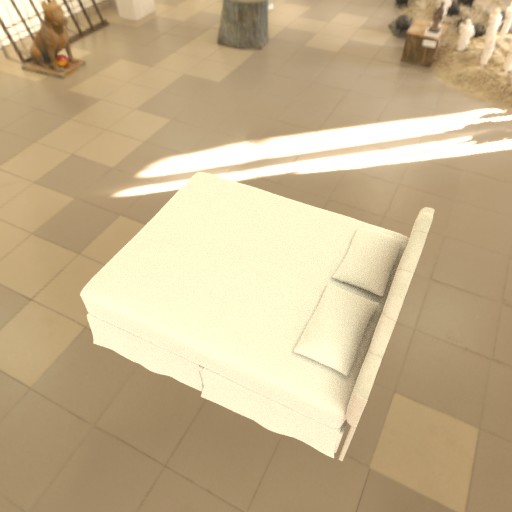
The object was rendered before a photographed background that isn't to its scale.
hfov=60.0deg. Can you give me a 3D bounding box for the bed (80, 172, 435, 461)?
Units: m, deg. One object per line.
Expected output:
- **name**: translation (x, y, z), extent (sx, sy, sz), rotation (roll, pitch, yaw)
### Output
- **bed**: translation (0.000, 0.000, 3.818), extent (2.477, 1.617, 2.039), rotation (20, 50, 18)
